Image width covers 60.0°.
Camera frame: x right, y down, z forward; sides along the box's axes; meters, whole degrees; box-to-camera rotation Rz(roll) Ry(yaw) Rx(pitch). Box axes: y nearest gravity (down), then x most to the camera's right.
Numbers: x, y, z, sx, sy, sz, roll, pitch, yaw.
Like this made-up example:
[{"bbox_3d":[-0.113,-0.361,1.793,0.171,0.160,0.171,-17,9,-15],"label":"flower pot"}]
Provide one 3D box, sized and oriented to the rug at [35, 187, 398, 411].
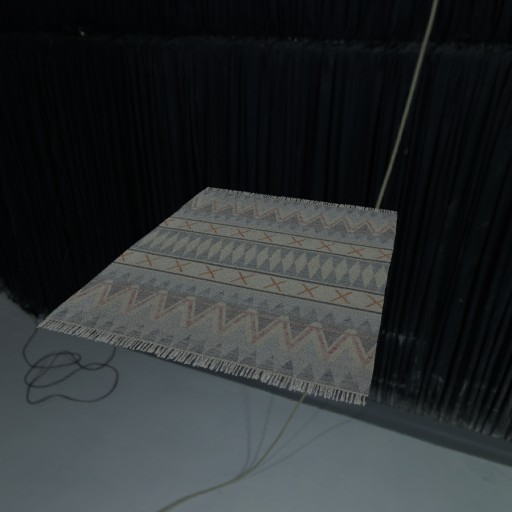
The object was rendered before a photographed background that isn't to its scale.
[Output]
[{"bbox_3d":[0.000,0.000,4.082,2.371,0.012,3.000,10,31,16],"label":"rug"}]
